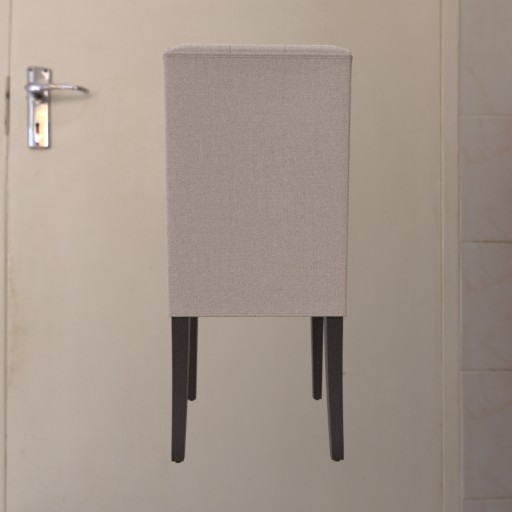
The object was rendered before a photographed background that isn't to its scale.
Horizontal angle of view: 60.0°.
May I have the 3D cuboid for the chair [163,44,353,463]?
[{"bbox_3d":[0.000,0.000,1.255,0.474,0.961,0.523,0,0,-1],"label":"chair"}]
